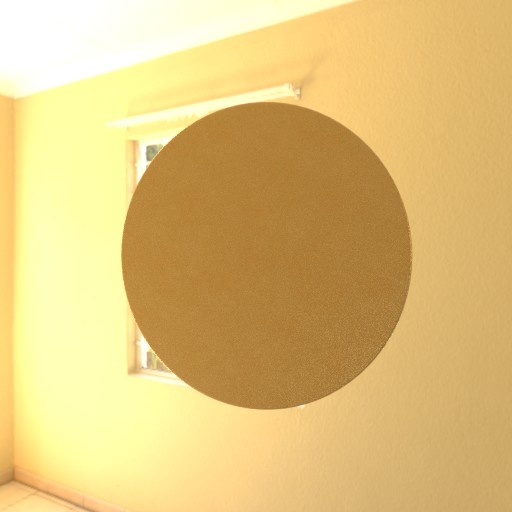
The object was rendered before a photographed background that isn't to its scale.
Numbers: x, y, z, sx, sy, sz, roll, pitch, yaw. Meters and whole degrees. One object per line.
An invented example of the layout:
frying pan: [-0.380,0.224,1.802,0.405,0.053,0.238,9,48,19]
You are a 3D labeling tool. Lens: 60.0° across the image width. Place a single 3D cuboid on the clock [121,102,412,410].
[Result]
clock: [0.000,0.000,0.471,0.314,0.314,0.040,0,1,20]
